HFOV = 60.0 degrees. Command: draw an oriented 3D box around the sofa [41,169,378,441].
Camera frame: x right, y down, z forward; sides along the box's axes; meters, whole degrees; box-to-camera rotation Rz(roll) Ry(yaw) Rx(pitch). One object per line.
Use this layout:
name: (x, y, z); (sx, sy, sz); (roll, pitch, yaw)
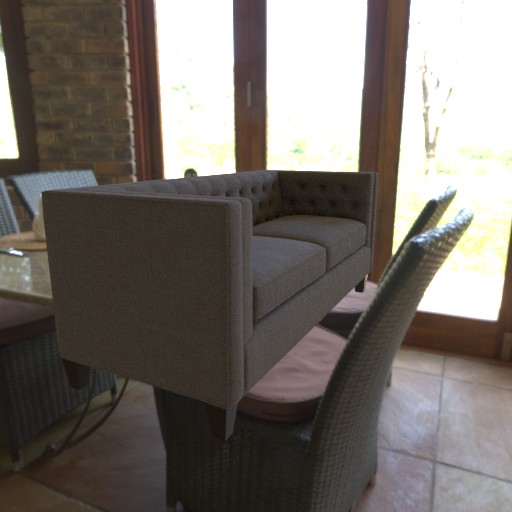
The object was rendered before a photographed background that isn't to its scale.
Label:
sofa: (0.000, 0.000, 2.210); (0.775, 0.762, 1.778); (7, 15, 27)
